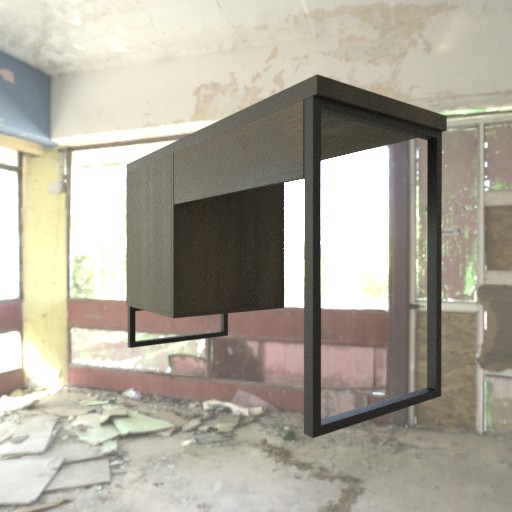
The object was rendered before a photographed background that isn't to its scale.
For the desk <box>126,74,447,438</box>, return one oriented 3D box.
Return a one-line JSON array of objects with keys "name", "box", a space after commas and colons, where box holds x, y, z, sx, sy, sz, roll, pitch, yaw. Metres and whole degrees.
[{"name": "desk", "box": [0.000, 0.000, 1.518, 0.511, 0.752, 1.134, 0, 0, -36]}]
